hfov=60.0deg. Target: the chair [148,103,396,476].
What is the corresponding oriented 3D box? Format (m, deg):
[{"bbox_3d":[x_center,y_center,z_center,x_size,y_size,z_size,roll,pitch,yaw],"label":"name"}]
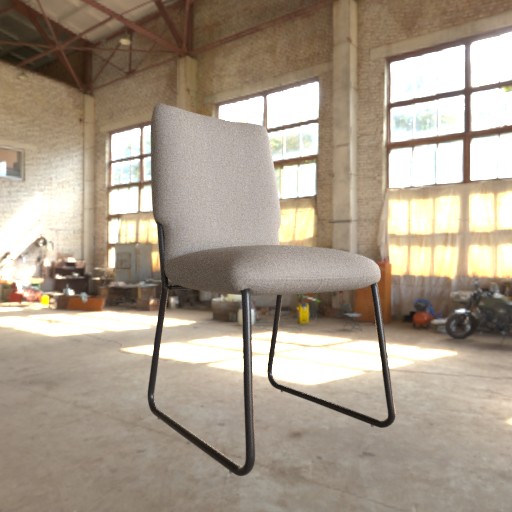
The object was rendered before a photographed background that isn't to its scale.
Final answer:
[{"bbox_3d":[0.000,0.000,1.176,0.448,0.864,0.560,0,0,-35],"label":"chair"}]
